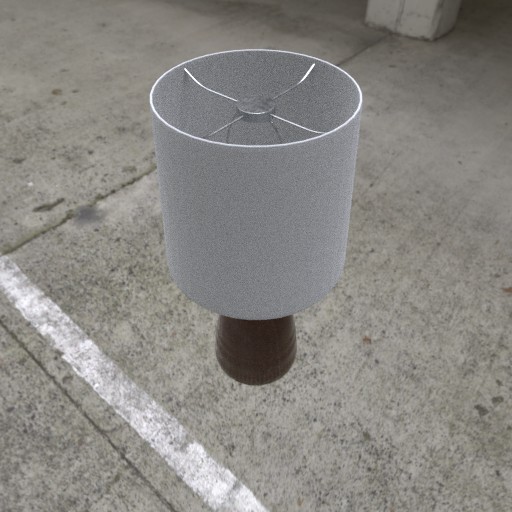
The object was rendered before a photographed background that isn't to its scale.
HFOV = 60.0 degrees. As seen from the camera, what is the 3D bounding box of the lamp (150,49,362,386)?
[{"bbox_3d":[0.000,0.000,0.477,0.186,0.369,0.186,0,46,0],"label":"lamp"}]
